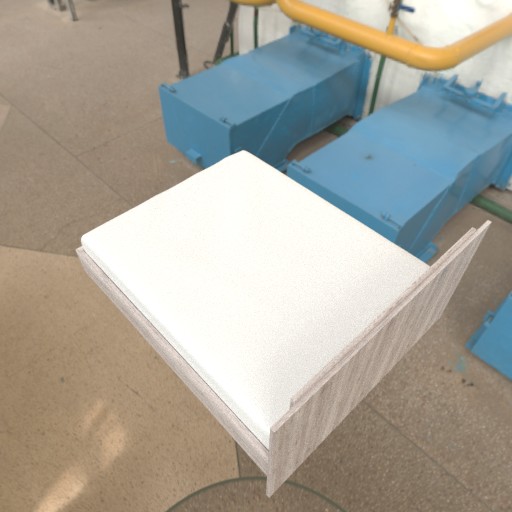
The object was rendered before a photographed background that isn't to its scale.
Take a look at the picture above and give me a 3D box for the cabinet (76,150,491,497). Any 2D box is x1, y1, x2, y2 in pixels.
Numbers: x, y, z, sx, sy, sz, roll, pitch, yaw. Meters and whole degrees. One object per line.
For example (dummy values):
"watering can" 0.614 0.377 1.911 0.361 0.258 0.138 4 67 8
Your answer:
"cabinet" 0.000 0.000 2.992 1.750 0.970 2.080 -35 56 -27
